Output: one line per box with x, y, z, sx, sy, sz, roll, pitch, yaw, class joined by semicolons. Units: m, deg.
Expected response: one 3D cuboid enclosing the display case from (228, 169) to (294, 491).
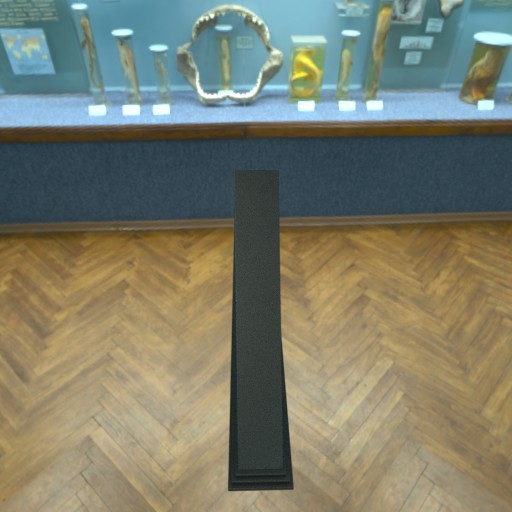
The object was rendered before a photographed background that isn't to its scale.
0.000;0.000;0.767;0.095;0.340;0.640;-1;42;-1;display case
